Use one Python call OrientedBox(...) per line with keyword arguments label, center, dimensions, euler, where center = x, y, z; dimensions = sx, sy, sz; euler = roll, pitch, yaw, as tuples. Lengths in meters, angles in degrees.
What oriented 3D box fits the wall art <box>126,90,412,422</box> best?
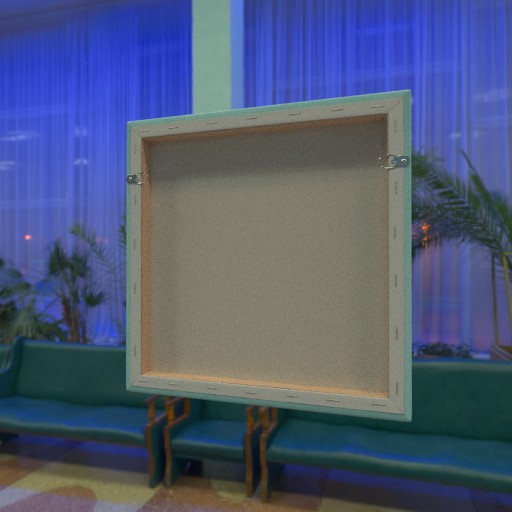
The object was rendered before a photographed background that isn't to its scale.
OrientedBox(label="wall art", center=(0.000, 0.000, 1.156), dimensions=(0.765, 0.766, 0.054), euler=(0, 0, 18))
